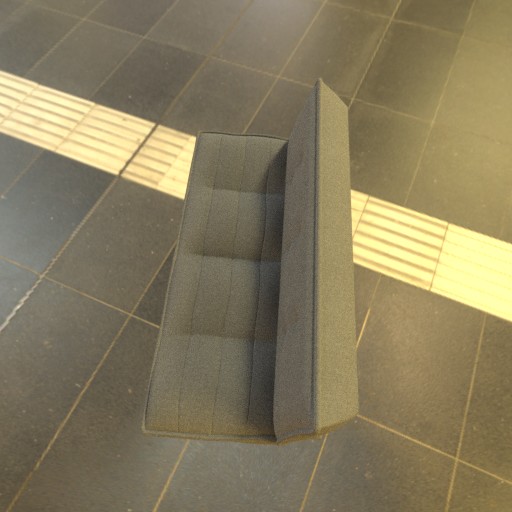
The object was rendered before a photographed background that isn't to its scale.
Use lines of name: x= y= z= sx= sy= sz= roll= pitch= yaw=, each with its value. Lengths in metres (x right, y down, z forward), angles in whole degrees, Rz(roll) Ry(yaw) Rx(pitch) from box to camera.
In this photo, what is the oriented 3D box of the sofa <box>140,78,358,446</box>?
sofa: x=0.000 y=0.000 z=2.474 sx=0.950 sy=0.890 sz=1.940 roll=4 pitch=61 yaw=2
